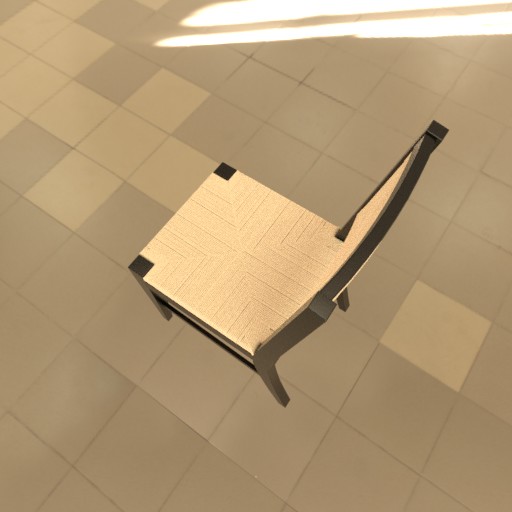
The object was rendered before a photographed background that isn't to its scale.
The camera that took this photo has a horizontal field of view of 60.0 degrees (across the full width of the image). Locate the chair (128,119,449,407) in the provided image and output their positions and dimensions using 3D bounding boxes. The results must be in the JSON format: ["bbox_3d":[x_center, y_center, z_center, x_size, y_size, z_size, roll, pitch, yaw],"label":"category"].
[{"bbox_3d":[0.000,0.000,1.189,0.552,0.927,0.437,32,68,15],"label":"chair"}]
